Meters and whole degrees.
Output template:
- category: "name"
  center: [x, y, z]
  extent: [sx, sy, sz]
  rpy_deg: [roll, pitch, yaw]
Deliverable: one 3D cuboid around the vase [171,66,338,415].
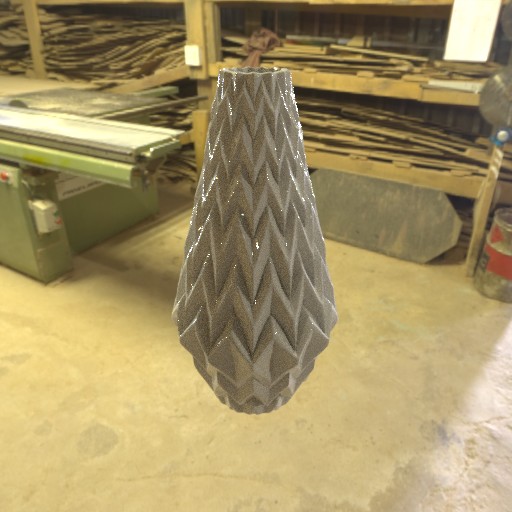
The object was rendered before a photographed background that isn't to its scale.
- category: "vase"
  center: [0.000, 0.000, 0.421]
  extent: [0.167, 0.328, 0.167]
  rpy_deg: [0, 28, 0]
